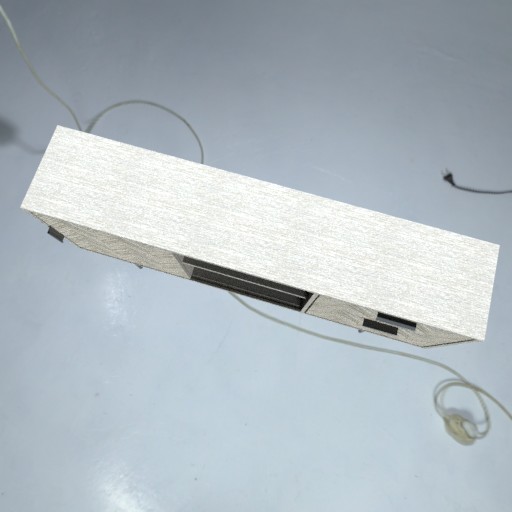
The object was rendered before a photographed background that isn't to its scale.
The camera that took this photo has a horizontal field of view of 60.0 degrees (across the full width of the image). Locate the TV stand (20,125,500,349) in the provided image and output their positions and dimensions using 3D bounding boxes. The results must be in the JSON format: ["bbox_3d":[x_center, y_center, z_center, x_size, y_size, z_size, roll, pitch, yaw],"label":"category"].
[{"bbox_3d":[0.000,0.000,2.072,1.804,0.787,0.405,16,76,4],"label":"TV stand"}]
